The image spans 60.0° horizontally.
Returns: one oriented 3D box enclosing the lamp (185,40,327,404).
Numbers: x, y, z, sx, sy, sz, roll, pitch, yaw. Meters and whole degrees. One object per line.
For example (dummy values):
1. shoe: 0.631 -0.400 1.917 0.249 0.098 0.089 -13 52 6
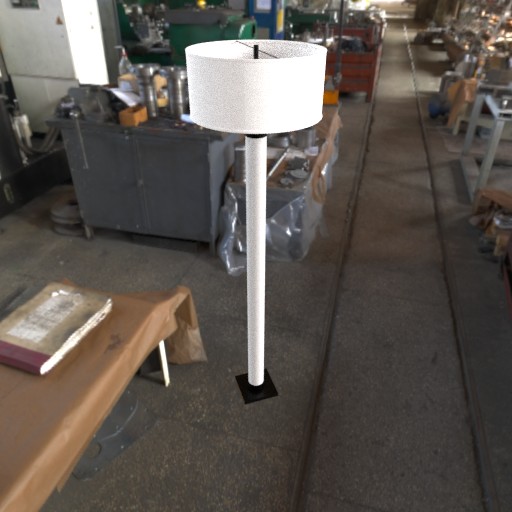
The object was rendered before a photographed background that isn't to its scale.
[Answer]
1. lamp: 0.000 0.000 1.704 0.420 1.475 0.420 -10 34 -15
